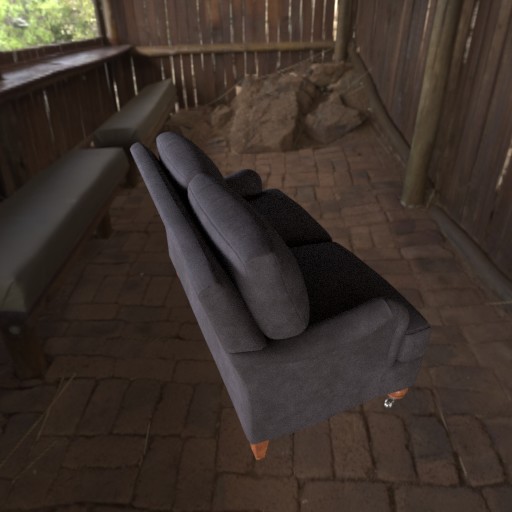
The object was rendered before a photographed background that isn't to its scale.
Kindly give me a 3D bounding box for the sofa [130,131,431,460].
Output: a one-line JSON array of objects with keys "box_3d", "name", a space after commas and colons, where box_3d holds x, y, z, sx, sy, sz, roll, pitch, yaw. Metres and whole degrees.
[{"box_3d": [0.000, 0.000, 2.562, 1.084, 1.101, 1.853, -11, 32, -18], "name": "sofa"}]
